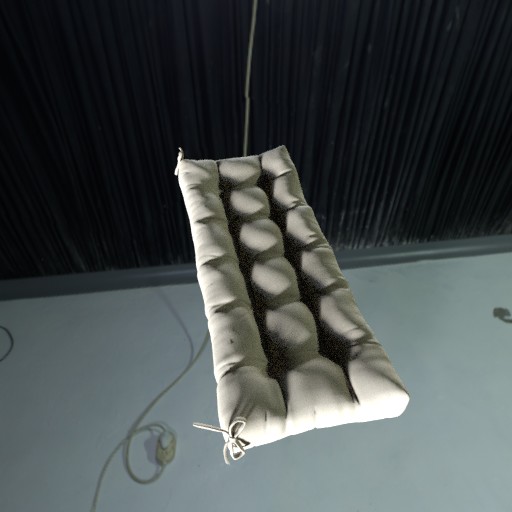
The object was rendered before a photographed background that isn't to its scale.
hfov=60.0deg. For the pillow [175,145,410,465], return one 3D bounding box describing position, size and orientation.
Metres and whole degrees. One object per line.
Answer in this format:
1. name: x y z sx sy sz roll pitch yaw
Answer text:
1. pillow: 0.000 0.000 1.397 0.511 0.174 1.194 -9 46 -9
